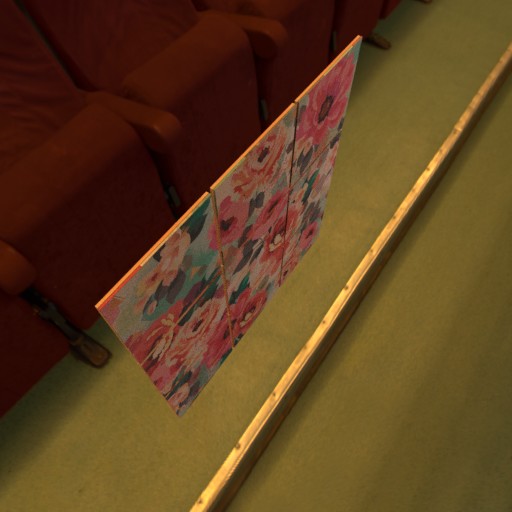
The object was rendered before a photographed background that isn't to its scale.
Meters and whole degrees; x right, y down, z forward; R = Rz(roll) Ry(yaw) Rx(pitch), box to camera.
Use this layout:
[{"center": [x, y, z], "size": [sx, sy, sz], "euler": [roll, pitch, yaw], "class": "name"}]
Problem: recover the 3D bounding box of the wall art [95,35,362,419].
[{"center": [0.000, 0.000, 1.313], "size": [0.012, 0.910, 0.911], "euler": [31, 64, 17], "class": "wall art"}]
